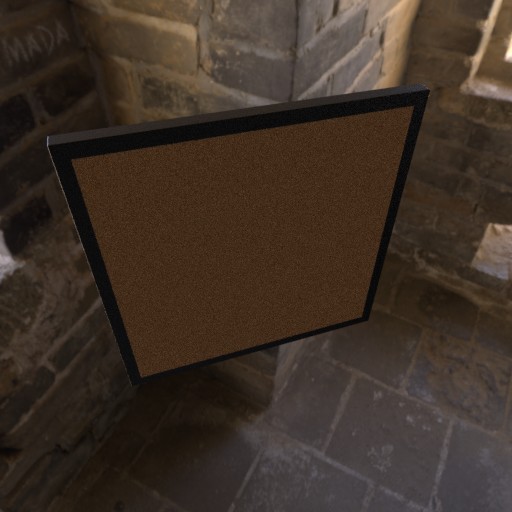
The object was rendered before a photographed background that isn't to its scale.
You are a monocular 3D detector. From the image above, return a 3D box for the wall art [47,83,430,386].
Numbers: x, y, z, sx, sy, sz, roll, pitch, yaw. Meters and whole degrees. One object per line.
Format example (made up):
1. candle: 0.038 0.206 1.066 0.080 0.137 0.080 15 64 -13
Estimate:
1. wall art: 0.000 0.000 1.118 0.765 0.765 0.038 -13 44 -13
